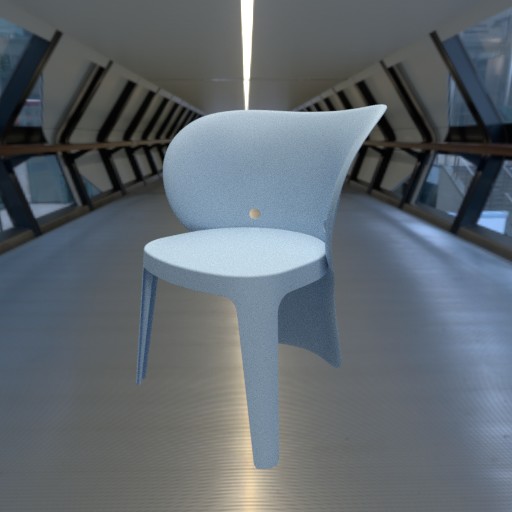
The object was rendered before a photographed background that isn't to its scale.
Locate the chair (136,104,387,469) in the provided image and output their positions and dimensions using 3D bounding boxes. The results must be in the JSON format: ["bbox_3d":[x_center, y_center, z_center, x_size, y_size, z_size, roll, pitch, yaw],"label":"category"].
[{"bbox_3d":[0.000,0.000,0.857,0.451,0.554,0.402,14,21,41],"label":"chair"}]
